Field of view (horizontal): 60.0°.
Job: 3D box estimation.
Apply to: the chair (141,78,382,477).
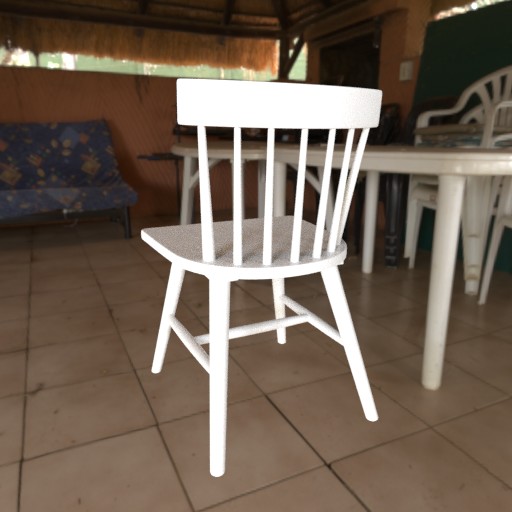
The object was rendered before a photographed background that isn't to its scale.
[{"bbox_3d":[0.000,0.000,1.127,0.483,0.787,0.500,-7,17,-26],"label":"chair"}]
